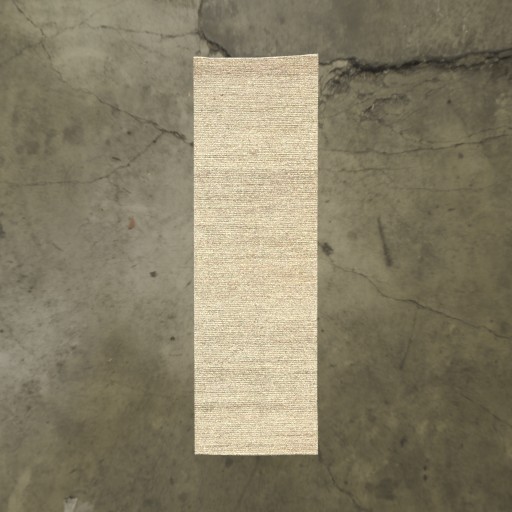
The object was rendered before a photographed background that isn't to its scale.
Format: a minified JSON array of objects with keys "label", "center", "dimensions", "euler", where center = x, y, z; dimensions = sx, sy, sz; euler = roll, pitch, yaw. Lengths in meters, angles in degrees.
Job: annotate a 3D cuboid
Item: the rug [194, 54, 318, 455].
[{"label":"rug","center":[0.000,0.000,2.639],"dimensions":[0.741,0.014,2.390],"euler":[0,91,0]}]
